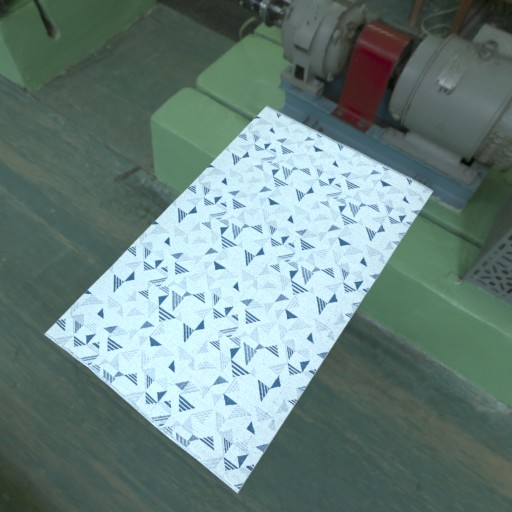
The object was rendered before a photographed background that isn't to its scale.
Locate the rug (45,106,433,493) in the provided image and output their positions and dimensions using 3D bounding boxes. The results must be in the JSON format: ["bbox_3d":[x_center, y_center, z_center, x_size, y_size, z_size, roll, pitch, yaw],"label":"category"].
[{"bbox_3d":[0.000,0.000,3.042,1.512,0.009,2.457,32,67,16],"label":"rug"}]
